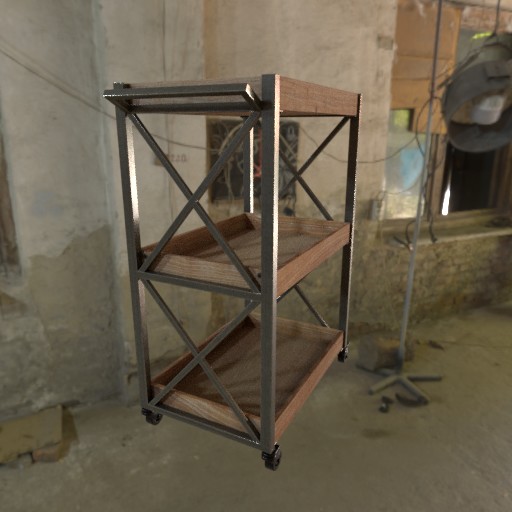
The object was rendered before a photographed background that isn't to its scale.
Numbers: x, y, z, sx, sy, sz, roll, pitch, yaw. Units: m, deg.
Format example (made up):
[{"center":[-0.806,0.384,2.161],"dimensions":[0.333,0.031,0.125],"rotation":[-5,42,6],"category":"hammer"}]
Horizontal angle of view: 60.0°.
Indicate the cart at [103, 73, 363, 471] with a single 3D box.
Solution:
[{"center":[0.000,0.000,1.182],"dimensions":[0.377,0.835,0.673],"rotation":[8,18,26],"category":"cart"}]
